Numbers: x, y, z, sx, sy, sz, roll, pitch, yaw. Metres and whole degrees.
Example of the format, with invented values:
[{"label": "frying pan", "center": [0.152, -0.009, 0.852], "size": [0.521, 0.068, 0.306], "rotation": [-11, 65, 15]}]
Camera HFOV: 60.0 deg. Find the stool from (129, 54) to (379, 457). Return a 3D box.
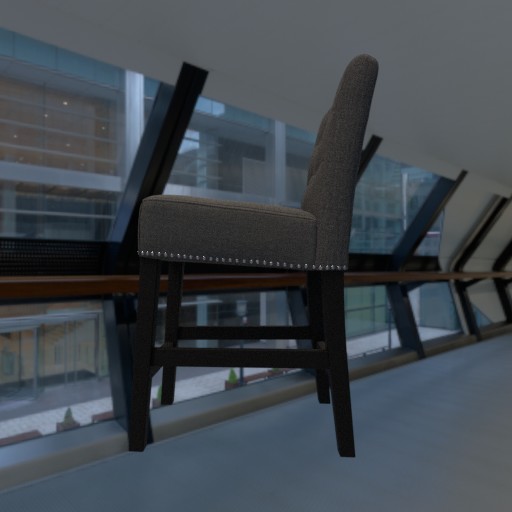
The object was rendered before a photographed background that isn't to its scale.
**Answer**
[{"label": "stool", "center": [0.000, 0.000, 1.167], "size": [0.571, 0.885, 0.427], "rotation": [0, 0, 0]}]
